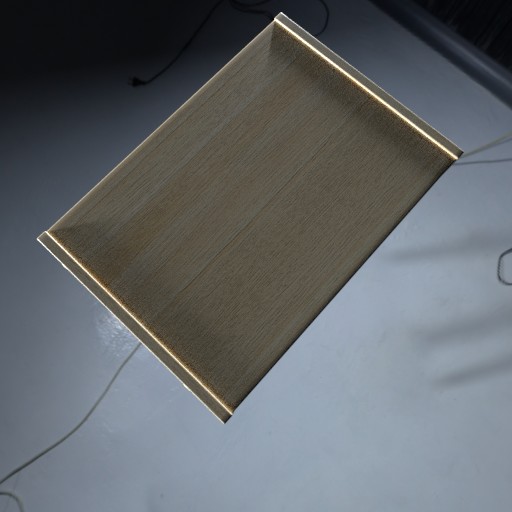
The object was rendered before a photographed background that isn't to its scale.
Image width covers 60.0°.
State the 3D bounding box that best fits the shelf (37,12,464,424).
[{"bbox_3d":[0.000,0.000,0.796,0.290,0.592,0.414,42,80,9],"label":"shelf"}]
